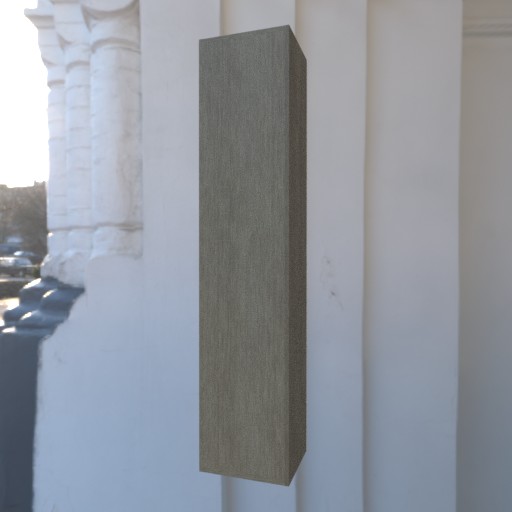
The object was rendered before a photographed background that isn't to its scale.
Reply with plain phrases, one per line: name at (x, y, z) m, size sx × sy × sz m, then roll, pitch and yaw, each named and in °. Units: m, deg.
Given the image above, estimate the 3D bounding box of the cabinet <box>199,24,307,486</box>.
cabinet at (0.000, 0.000, 1.518) m, size 0.300 × 1.400 × 0.270 m, roll 0°, pitch 0°, yaw 18°
